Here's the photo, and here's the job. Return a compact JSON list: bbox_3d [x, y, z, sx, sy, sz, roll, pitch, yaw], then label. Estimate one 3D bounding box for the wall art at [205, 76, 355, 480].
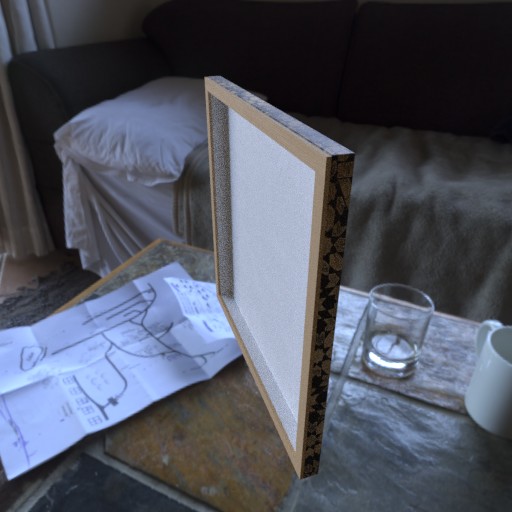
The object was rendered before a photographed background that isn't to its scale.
[{"bbox_3d":[0.000,0.000,0.916,0.038,0.612,0.612,-10,32,-16],"label":"wall art"}]
